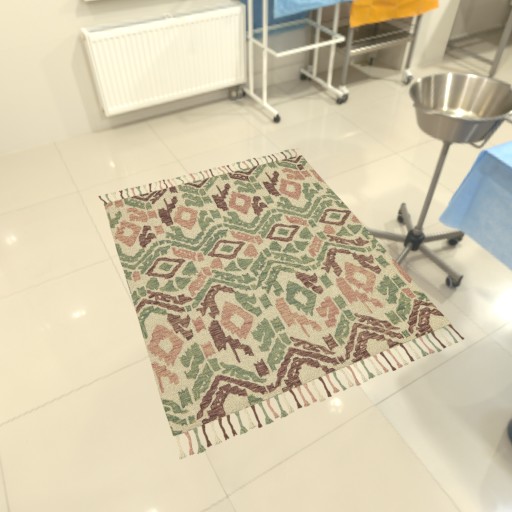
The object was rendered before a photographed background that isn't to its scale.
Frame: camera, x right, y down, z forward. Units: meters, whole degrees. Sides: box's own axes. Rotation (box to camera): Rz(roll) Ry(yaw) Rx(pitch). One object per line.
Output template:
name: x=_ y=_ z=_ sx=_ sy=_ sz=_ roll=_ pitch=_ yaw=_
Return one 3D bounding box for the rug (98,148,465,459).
rug: x=0.000 y=0.000 z=4.189 sx=2.438 sy=0.010 sz=3.048 roll=-17 pitch=48 yaw=-16
